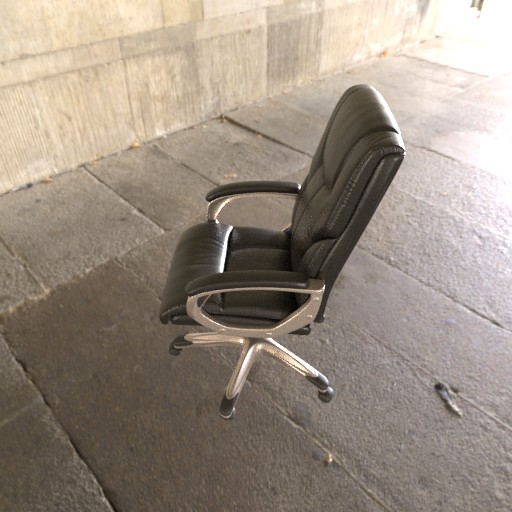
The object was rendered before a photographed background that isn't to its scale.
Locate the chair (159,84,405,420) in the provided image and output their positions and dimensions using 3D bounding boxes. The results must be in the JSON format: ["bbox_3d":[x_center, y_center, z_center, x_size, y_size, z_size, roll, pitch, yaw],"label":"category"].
[{"bbox_3d":[0.000,0.000,1.637,0.780,1.145,0.700,1,39,1],"label":"chair"}]
